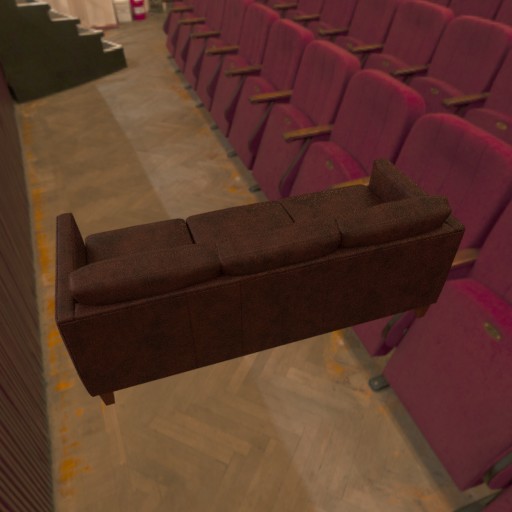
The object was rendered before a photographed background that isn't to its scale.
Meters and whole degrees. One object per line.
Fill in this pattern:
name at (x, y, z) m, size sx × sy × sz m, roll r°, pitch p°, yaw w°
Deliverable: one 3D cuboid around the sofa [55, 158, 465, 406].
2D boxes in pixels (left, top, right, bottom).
sofa at (0.000, 0.000, 3.046) m, size 2.464 × 1.006 × 1.045 m, roll -12°, pitch 42°, yaw -14°
